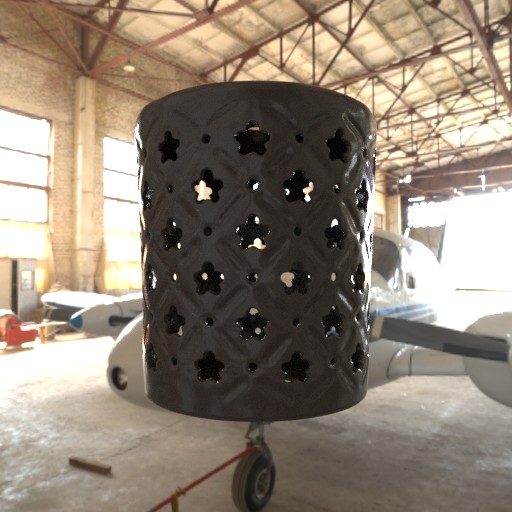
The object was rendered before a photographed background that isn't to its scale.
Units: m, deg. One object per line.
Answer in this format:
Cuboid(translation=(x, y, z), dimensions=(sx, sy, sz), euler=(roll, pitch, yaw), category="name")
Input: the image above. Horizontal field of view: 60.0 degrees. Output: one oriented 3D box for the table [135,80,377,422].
Cuboid(translation=(0.000, 0.000, 0.656), dimensions=(0.352, 0.387, 0.352), euler=(0, -2, 0), category="table")
